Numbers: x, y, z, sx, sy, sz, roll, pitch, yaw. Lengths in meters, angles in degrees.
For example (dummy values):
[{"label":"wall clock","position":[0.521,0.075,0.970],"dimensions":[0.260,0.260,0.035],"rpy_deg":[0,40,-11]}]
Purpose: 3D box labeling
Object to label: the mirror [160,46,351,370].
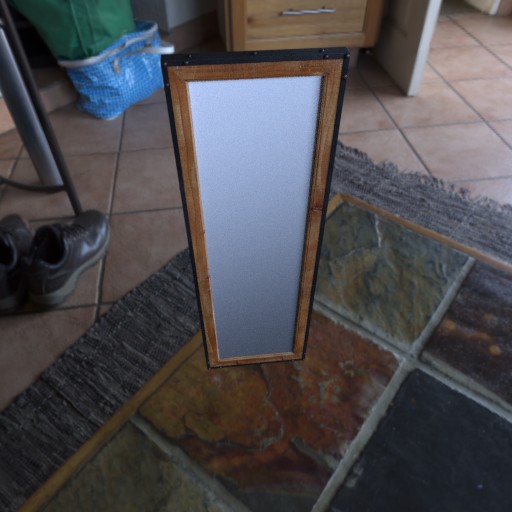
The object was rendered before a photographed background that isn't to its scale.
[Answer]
[{"label":"mirror","position":[0.000,0.000,1.204],"dimensions":[0.354,1.080,0.042],"rpy_deg":[-4,46,-4]}]
